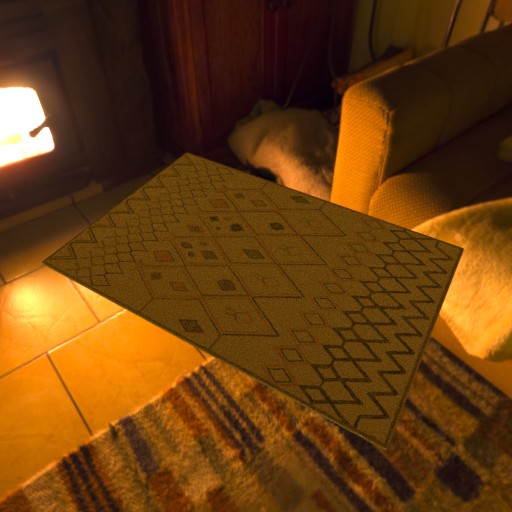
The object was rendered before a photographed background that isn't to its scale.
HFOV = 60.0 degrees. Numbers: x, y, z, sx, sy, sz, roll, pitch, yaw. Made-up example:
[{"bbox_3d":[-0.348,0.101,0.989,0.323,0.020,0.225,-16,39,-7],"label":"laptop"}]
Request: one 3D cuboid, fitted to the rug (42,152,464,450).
[{"bbox_3d":[0.000,0.000,2.300,1.829,0.016,1.219,23,49,21],"label":"rug"}]
